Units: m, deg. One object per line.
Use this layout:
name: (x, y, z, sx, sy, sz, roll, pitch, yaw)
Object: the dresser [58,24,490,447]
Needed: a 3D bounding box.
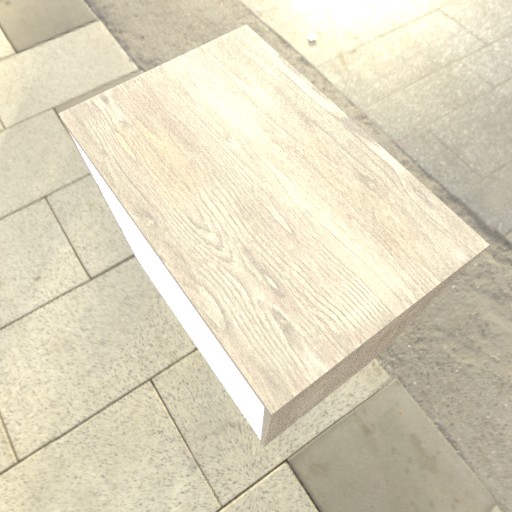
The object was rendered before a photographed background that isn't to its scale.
dresser: (0.000, 0.000, 1.274, 0.529, 0.762, 0.809, -33, 68, -16)
